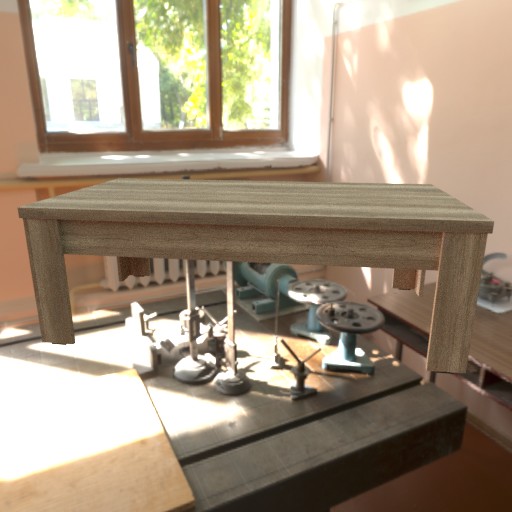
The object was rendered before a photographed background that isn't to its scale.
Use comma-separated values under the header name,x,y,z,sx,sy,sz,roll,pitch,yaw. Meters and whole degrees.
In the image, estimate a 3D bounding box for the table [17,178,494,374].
name,x,y,z,sx,sy,sz,roll,pitch,yaw
table,0.000,0.000,1.640,1.350,0.460,0.700,2,17,8
